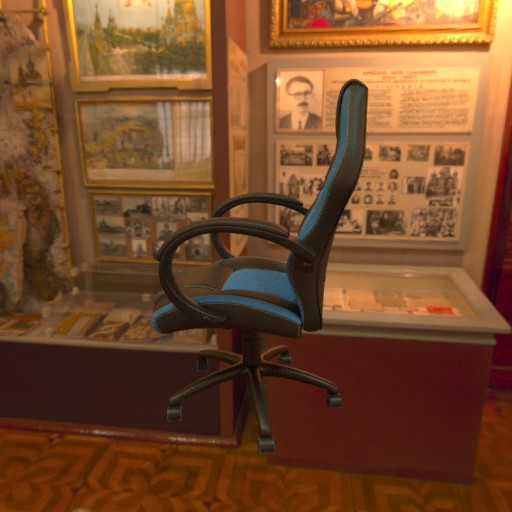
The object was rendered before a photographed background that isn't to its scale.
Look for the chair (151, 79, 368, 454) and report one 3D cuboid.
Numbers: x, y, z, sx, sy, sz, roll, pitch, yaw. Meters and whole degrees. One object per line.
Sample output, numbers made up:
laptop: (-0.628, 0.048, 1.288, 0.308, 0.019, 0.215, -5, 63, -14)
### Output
chair: (0.000, 0.000, 1.628, 0.724, 1.187, 0.673, 3, 16, 9)
